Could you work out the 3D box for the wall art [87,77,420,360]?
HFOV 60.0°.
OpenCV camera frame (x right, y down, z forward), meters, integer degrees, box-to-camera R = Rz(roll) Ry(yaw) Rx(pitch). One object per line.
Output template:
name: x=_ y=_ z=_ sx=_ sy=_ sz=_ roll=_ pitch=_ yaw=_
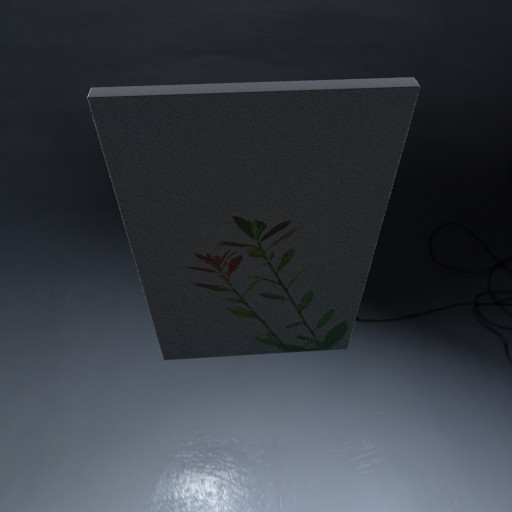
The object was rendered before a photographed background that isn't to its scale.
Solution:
wall art: x=0.000 y=0.000 z=1.158 sx=0.612 sy=0.915 sz=0.039 roll=-3 pitch=47 yaw=-3
